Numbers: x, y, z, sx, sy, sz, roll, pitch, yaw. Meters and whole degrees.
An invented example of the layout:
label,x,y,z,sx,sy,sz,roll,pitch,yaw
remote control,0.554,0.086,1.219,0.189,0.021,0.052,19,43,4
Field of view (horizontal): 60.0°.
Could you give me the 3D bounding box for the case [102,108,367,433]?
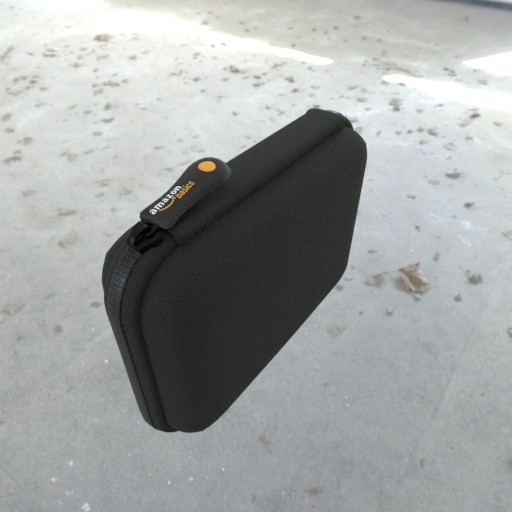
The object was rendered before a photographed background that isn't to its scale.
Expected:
label,x,y,z,sx,sy,sz,roll,pitch,yaw
case,0.000,0.000,0.178,0.038,0.105,0.132,27,48,27
